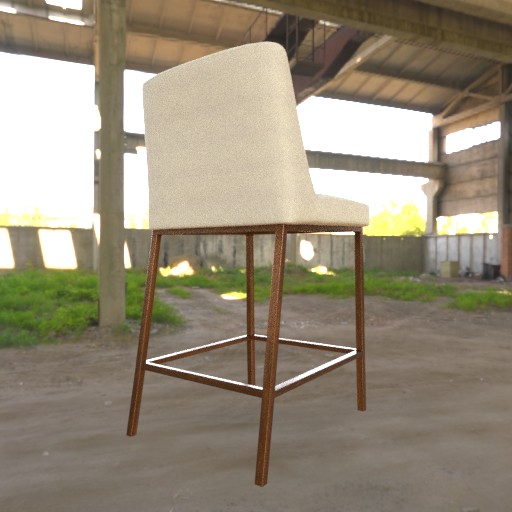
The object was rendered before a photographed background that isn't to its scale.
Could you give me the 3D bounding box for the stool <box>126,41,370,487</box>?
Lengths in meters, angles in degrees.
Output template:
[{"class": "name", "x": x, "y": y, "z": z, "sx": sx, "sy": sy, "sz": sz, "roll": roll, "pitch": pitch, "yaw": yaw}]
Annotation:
[{"class": "stool", "x": 0.000, "y": 0.000, "z": 1.299, "sx": 0.507, "sy": 0.973, "sz": 0.576, "roll": 0, "pitch": 1, "yaw": 36}]
